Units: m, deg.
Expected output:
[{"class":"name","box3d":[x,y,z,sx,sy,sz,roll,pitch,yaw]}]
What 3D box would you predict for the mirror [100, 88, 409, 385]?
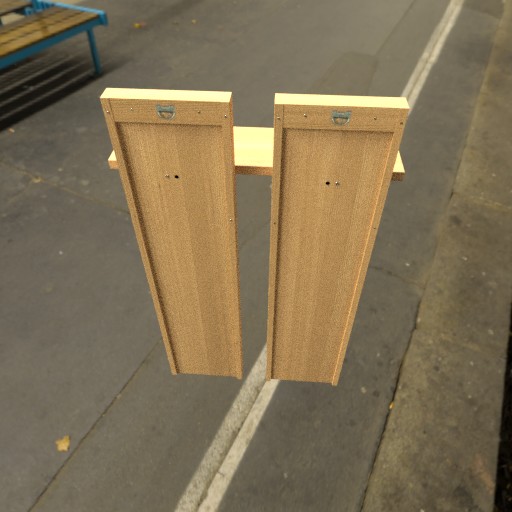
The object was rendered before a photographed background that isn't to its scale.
[{"class":"mirror","box3d":[0.000,0.000,1.542,0.800,1.250,0.260,3,45,3]}]
